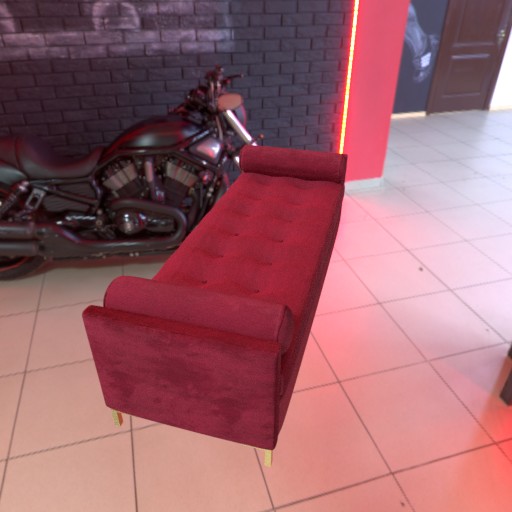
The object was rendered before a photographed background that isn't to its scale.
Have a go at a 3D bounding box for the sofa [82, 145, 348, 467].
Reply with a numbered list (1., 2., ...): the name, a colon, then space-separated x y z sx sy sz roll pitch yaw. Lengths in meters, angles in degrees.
1. sofa: 0.000 0.000 2.573 0.796 0.705 2.102 9 33 14
